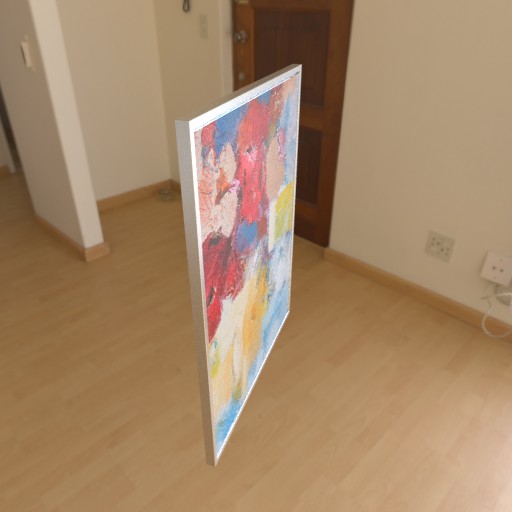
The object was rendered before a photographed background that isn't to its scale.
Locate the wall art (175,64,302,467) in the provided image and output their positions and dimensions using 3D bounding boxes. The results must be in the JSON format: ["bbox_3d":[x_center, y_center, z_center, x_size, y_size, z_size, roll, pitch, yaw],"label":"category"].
[{"bbox_3d":[0.000,0.000,1.429,0.030,1.046,0.816,10,32,17],"label":"wall art"}]
